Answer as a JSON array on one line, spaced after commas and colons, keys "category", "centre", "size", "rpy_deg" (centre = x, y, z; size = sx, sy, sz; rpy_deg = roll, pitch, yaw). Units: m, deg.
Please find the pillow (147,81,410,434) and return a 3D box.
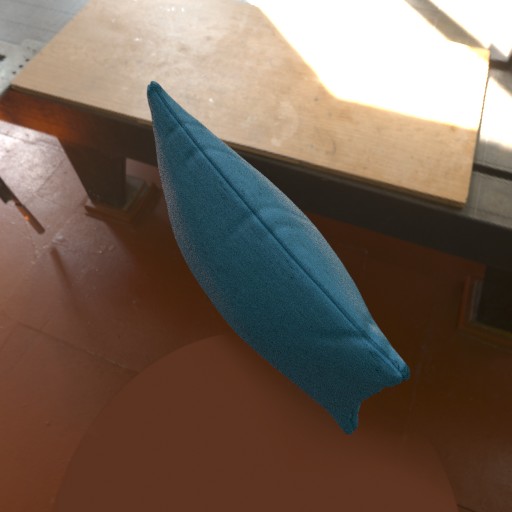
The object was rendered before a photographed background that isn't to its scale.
[{"category": "pillow", "centre": [0.000, 0.000, 0.781], "size": [0.210, 0.338, 0.633], "rpy_deg": [-31, 63, -17]}]
